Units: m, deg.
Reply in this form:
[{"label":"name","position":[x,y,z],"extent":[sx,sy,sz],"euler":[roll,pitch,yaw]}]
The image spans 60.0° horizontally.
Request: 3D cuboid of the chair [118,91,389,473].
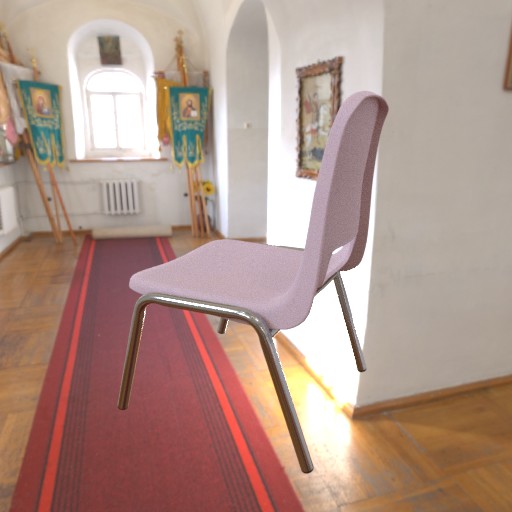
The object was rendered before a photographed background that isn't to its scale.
[{"label":"chair","position":[0.000,0.000,0.784],"extent":[0.385,0.536,0.354],"euler":[9,19,26]}]
